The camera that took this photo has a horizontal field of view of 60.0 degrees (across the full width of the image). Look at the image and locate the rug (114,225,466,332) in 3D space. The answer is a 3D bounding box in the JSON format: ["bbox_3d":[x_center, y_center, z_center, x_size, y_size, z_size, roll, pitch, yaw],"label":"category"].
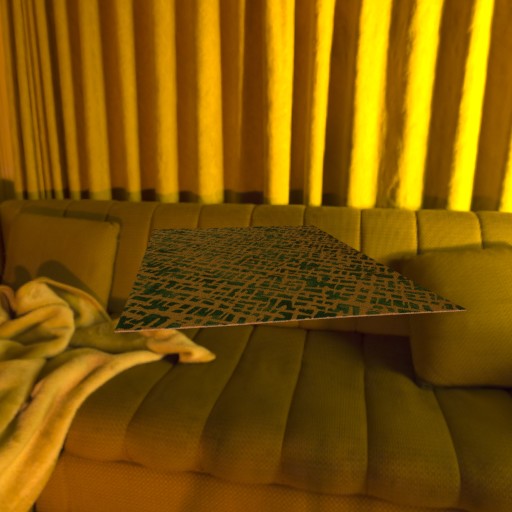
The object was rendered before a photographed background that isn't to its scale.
[{"bbox_3d":[0.000,0.000,3.029,1.520,0.011,2.447,-2,13,-9],"label":"rug"}]
